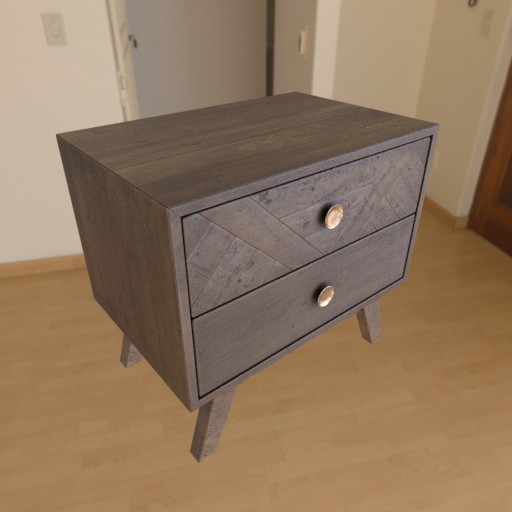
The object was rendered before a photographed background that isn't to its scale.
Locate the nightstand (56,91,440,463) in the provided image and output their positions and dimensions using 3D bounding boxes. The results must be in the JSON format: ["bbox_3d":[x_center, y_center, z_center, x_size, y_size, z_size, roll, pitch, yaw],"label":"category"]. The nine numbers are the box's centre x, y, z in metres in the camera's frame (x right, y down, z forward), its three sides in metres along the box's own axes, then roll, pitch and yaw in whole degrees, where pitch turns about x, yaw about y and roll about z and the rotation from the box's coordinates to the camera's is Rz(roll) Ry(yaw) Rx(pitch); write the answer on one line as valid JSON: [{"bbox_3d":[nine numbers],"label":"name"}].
[{"bbox_3d":[0.000,0.000,1.051,0.650,0.599,0.450,-23,38,-33],"label":"nightstand"}]
